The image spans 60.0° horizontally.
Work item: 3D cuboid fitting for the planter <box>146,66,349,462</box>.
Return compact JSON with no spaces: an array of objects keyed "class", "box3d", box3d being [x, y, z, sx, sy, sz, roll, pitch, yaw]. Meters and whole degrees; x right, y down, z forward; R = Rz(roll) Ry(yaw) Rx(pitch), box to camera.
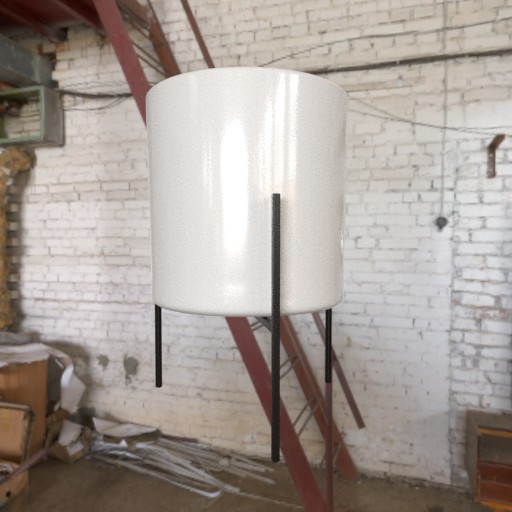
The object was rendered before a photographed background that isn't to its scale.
[{"class":"planter","box3d":[0.000,0.000,0.642,0.308,0.431,0.307,-2,3,-37]}]
